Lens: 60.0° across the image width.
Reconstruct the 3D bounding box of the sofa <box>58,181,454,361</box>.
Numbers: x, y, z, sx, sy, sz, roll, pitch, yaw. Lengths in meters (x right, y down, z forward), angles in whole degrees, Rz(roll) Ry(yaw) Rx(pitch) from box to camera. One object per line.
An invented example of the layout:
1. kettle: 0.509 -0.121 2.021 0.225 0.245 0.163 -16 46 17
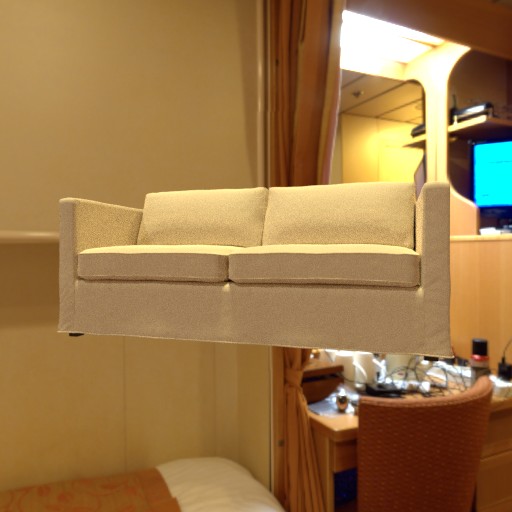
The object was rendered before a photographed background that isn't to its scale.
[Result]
1. sofa: 0.000 0.000 2.526 1.987 0.870 0.940 0 0 17
